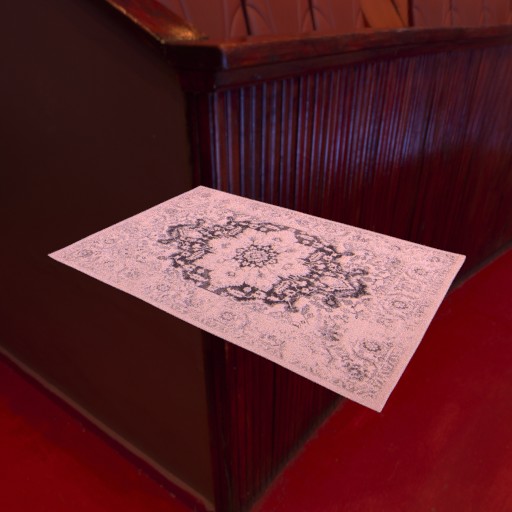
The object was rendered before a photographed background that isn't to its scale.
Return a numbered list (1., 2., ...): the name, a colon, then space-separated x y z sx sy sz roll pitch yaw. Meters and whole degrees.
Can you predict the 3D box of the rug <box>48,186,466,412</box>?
1. rug: 0.000 0.000 2.309 1.813 0.008 1.223 19 35 29
